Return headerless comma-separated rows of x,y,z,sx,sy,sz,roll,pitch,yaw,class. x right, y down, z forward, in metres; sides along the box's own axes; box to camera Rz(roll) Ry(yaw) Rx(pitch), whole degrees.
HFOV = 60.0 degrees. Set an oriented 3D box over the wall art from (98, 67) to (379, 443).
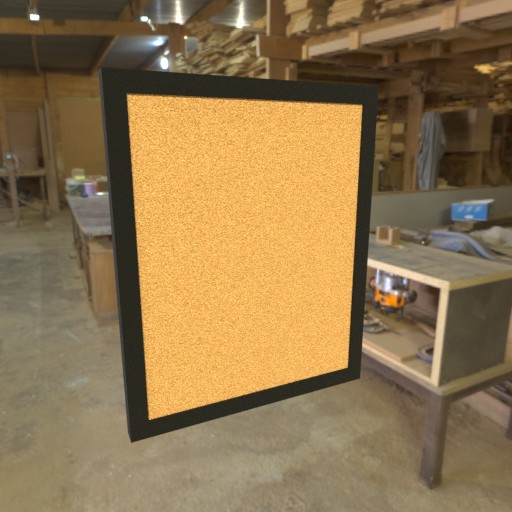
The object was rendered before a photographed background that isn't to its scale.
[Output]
0.000,0.000,0.749,0.457,0.559,0.029,-7,16,-25,wall art
